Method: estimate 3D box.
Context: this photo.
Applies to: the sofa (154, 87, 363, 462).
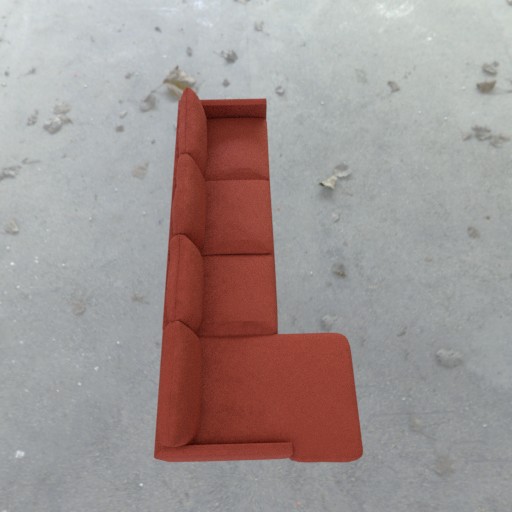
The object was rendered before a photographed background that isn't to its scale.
[{"bbox_3d":[0.000,0.000,4.003,1.500,0.967,3.400,-1,63,-1],"label":"sofa"}]
